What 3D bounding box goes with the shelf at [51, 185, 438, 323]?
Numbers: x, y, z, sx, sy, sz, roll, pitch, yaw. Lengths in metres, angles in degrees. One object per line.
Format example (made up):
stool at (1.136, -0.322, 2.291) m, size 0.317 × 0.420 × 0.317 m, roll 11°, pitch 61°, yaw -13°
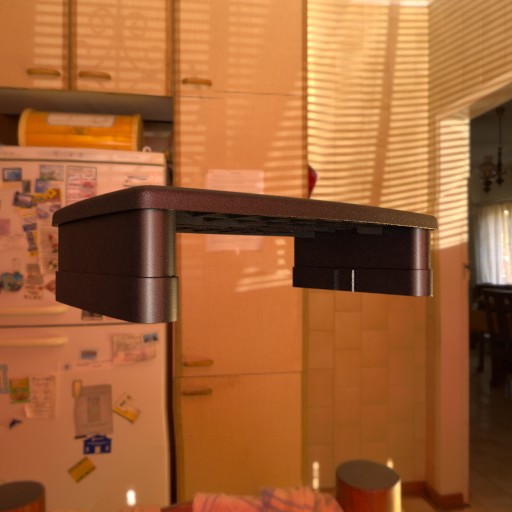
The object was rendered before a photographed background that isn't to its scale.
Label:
shelf at (0.000, 0.000, 0.522) m, size 0.410 × 0.100 × 0.280 m, roll 0°, pitch 0°, yaw -38°
